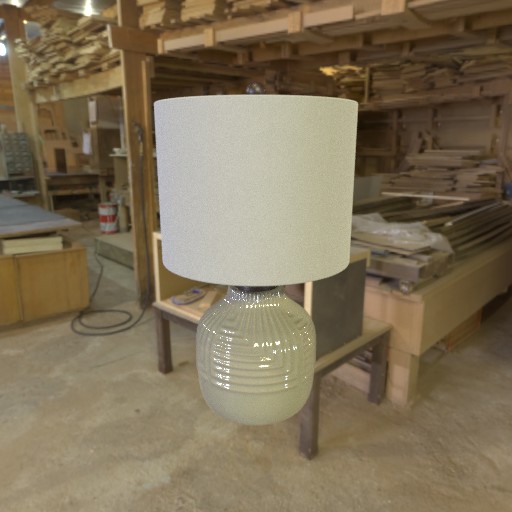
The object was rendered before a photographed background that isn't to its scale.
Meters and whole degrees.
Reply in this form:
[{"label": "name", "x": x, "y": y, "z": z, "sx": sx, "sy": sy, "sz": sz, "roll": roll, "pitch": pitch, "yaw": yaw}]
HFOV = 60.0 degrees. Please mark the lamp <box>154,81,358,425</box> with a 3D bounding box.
[{"label": "lamp", "x": 0.000, "y": 0.000, "z": 0.769, "sx": 0.318, "sy": 0.567, "sz": 0.318, "roll": 0, "pitch": 15, "yaw": 0}]
